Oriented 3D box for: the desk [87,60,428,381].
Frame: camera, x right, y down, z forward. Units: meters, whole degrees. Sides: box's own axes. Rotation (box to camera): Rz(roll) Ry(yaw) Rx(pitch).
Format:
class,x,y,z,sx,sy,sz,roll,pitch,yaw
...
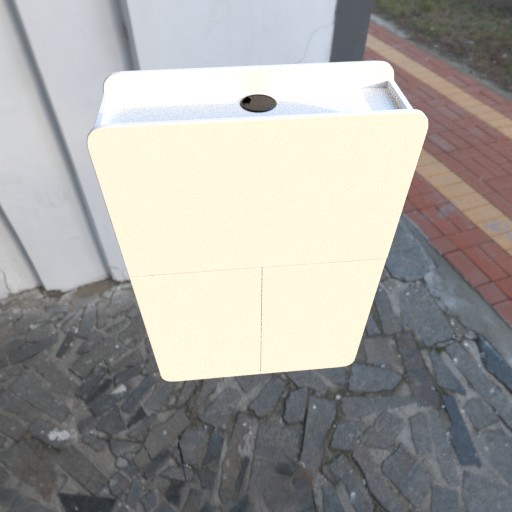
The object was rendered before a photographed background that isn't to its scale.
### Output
class,x,y,z,sx,sy,sz,roll,pitch,yaw
desk,0.000,0.000,1.520,0.795,1.190,0.278,-4,47,-4
